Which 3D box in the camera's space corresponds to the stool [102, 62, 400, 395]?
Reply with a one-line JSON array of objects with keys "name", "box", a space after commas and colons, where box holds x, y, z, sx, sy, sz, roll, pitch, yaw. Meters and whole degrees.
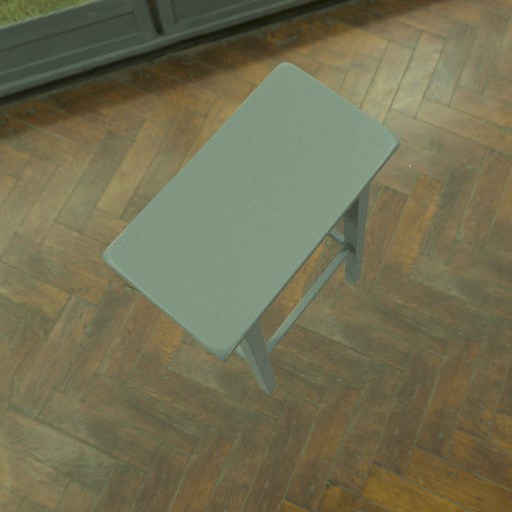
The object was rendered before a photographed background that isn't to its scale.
[{"name": "stool", "box": [0.000, 0.000, 1.033, 0.476, 0.737, 0.457, 38, 78, 9]}]
